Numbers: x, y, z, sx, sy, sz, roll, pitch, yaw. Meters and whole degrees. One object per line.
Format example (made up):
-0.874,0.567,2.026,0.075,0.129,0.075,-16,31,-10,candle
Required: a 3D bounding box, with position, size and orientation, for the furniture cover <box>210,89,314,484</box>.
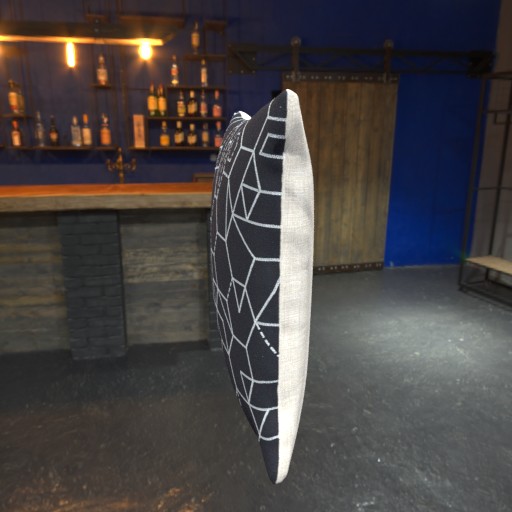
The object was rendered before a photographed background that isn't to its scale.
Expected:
0.000,0.000,0.778,0.158,0.508,0.517,-2,15,-8,furniture cover
